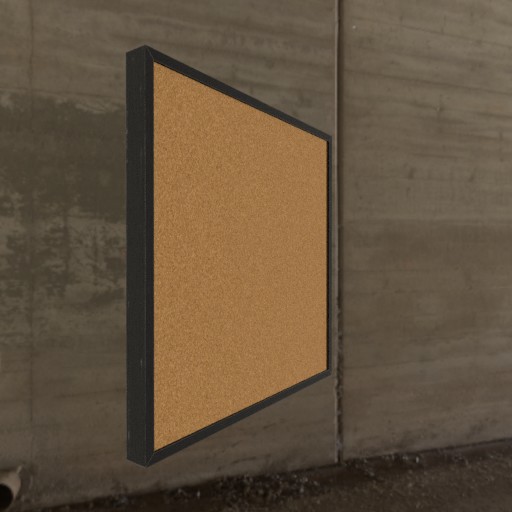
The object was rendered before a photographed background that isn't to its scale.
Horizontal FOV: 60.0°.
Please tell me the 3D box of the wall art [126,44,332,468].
[{"bbox_3d":[0.000,0.000,0.745,0.036,0.506,0.506,0,0,35],"label":"wall art"}]
